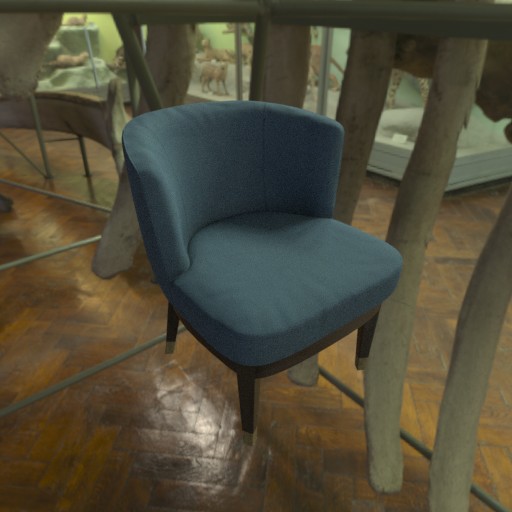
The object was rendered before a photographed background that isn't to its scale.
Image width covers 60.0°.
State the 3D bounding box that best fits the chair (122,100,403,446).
[{"bbox_3d":[0.000,0.000,1.302,0.661,0.760,0.702,-22,36,-32],"label":"chair"}]
